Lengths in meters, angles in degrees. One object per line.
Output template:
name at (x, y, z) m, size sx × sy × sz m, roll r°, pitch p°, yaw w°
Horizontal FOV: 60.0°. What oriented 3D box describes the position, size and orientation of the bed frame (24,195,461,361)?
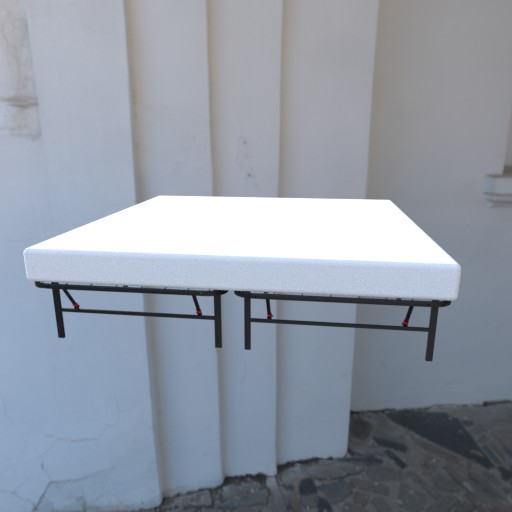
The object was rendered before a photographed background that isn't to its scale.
bed frame at (0.000, 0.000, 2.996) m, size 2.033 × 0.525 × 1.935 m, roll 2°, pitch 16°, yaw 7°
